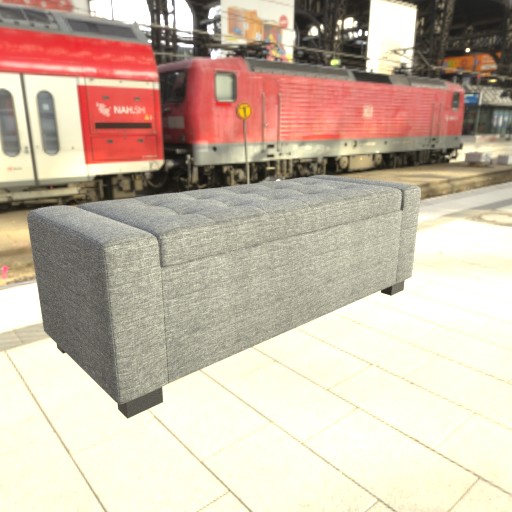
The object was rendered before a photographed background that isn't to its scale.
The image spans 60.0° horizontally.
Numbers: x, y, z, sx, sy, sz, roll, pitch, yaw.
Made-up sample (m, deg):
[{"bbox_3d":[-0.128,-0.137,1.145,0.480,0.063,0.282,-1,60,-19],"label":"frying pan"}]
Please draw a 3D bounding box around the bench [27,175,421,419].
[{"bbox_3d":[0.000,0.000,1.538,1.296,0.445,0.508,-15,22,-40],"label":"bench"}]
